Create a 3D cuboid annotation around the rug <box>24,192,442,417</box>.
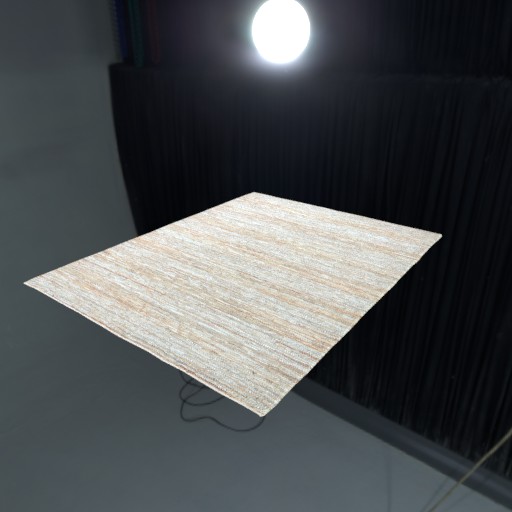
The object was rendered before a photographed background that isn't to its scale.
[{"bbox_3d":[0.000,0.000,3.852,2.313,0.009,2.939,18,31,33],"label":"rug"}]
